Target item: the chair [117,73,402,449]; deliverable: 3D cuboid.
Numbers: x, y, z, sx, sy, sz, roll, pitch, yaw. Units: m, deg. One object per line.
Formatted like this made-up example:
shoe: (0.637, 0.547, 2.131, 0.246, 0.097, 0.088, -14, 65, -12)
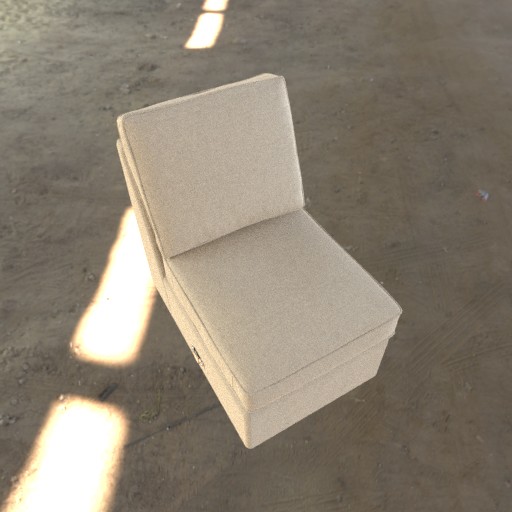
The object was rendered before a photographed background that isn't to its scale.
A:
chair: (0.000, 0.000, 1.617, 0.621, 0.970, 0.938, -23, 50, -20)
